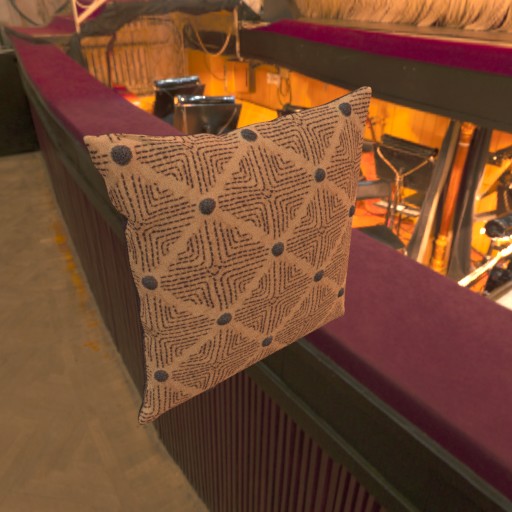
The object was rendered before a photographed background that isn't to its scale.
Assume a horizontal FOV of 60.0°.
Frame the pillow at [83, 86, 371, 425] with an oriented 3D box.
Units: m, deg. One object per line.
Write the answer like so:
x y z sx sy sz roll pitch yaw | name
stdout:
0.000 0.000 0.775 0.510 0.510 0.145 -21 37 -31 | pillow
